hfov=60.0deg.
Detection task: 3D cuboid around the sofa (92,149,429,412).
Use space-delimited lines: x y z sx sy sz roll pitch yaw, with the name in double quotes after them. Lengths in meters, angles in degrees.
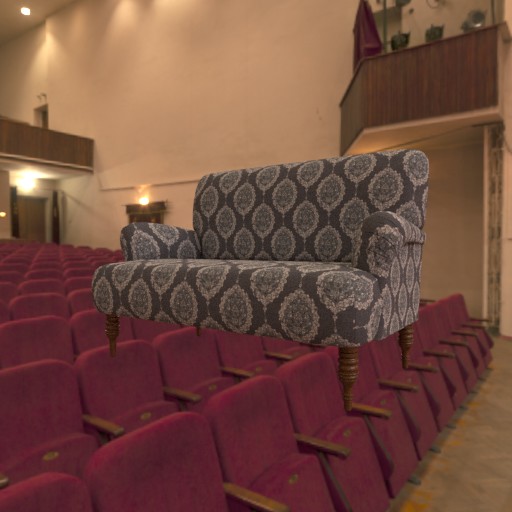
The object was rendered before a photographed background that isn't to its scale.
0.000 0.000 1.825 1.297 0.867 0.779 1 2 36 "sofa"
